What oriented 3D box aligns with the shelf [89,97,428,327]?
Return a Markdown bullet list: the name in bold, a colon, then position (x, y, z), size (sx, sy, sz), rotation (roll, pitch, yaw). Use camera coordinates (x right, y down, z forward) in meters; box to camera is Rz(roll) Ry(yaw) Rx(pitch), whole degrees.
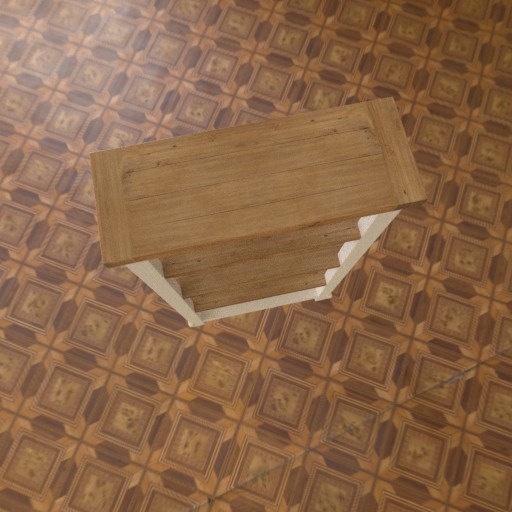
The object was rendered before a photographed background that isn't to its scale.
- **shelf**: position (0.000, 0.000, 2.310), size (1.022, 1.878, 0.381), rotation (-11, 75, -3)
